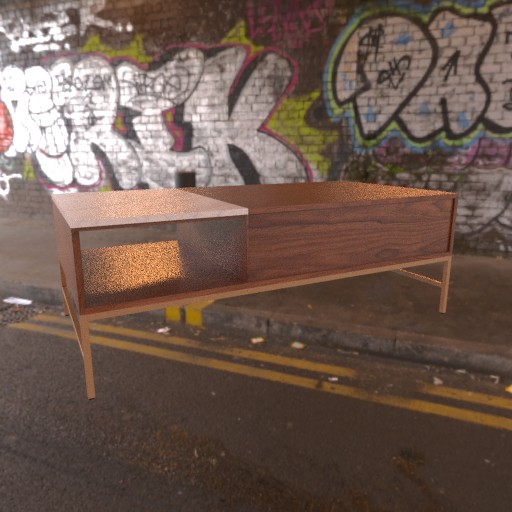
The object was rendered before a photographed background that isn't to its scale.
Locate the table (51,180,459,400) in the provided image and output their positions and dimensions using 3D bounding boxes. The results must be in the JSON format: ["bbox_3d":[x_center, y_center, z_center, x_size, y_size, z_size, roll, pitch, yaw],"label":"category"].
[{"bbox_3d":[0.000,0.000,1.962,1.553,0.551,0.789,-7,16,-27],"label":"table"}]
